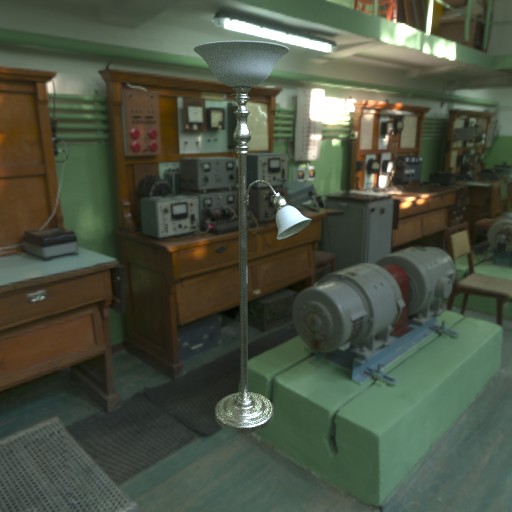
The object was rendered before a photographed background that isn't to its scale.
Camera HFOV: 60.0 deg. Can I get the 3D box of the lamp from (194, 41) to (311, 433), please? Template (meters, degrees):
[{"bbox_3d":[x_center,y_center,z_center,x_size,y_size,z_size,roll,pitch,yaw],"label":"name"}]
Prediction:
[{"bbox_3d":[0.000,0.000,2.070,0.575,1.785,0.405,14,21,41],"label":"lamp"}]
